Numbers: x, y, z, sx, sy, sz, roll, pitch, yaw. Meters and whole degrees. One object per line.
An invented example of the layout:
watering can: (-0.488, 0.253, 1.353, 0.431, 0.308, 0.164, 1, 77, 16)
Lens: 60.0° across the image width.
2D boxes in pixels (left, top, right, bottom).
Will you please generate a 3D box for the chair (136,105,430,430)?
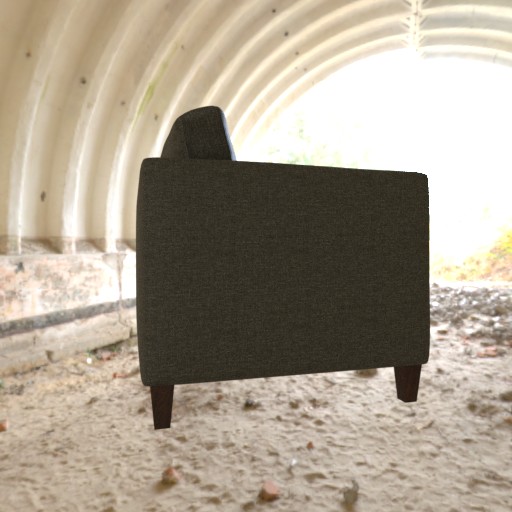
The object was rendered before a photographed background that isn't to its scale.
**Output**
chair: (0.000, 0.000, 1.838, 0.959, 0.963, 1.107, 0, 1, -16)
